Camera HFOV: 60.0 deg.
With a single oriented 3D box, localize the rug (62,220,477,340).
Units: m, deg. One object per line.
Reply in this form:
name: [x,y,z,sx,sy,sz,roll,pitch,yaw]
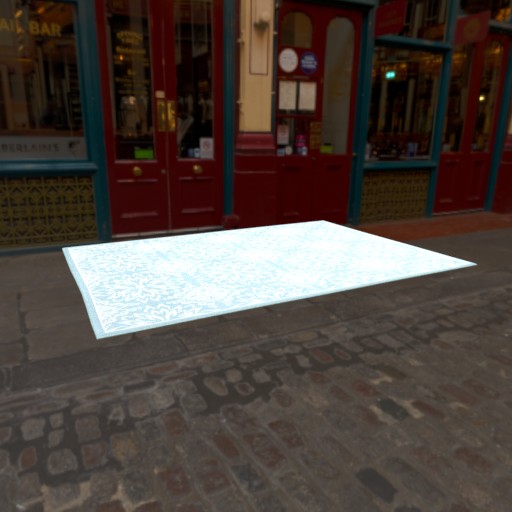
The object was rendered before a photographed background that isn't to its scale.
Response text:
rug: [0.000,0.000,2.880,2.205,0.014,1.589,-8,17,-26]
